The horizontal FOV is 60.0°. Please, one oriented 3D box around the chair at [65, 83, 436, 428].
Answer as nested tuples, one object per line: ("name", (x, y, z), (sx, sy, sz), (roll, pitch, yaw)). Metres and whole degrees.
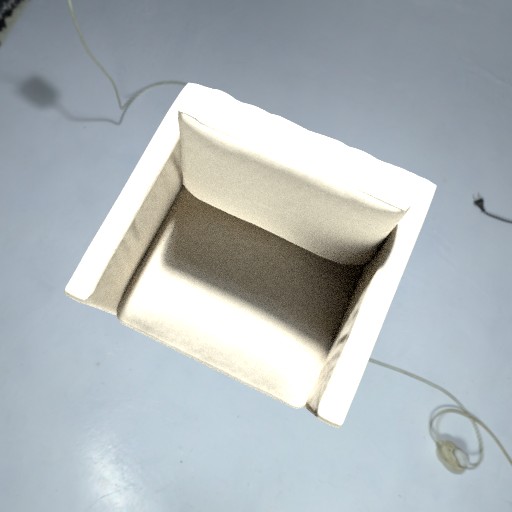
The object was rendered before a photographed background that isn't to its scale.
("chair", (0.000, 0.000, 1.804), (1.057, 0.867, 0.949), (25, 77, 6))
